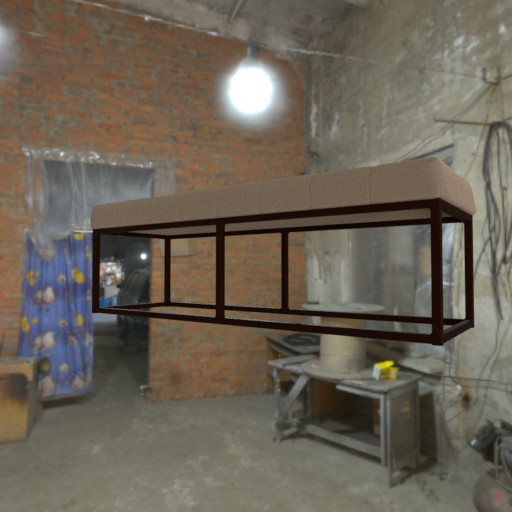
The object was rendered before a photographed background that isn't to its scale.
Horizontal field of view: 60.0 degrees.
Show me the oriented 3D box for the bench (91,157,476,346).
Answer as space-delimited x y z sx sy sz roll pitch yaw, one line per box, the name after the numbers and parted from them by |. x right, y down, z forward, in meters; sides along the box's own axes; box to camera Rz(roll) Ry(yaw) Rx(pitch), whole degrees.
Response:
0.000 0.000 1.718 1.488 0.488 0.479 -1 -2 36 | bench
